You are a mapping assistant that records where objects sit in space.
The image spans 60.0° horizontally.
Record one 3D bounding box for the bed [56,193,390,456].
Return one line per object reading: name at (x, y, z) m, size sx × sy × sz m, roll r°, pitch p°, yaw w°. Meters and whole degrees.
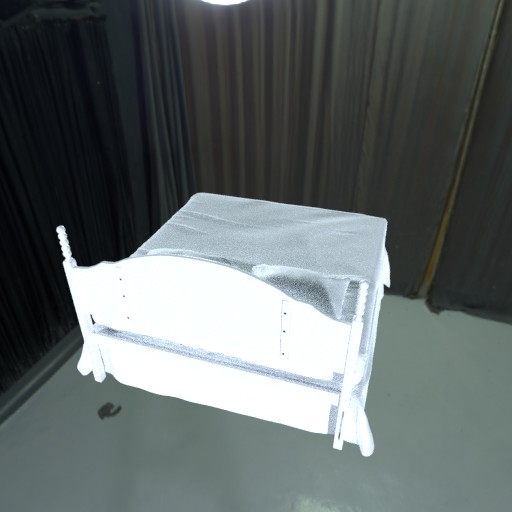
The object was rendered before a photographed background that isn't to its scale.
bed at (0.000, 0.000, 3.719) m, size 2.322 × 1.355 × 2.219 m, roll 10°, pitch 34°, yaw 15°
